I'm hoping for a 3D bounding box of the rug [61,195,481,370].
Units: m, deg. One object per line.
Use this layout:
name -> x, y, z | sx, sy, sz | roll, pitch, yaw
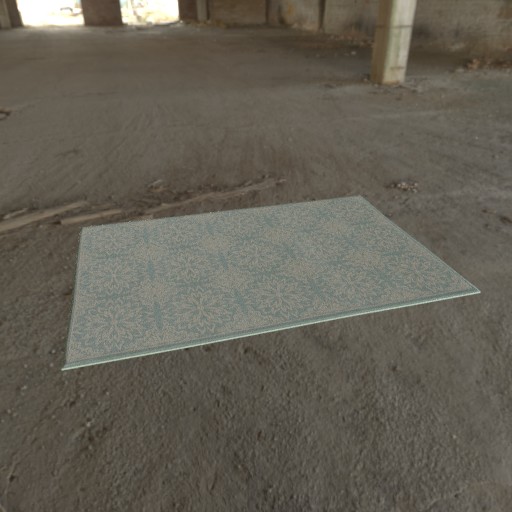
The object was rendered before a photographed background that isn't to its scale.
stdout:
rug -> 0.000, 0.000, 2.358 | 1.840, 0.012, 1.219 | -8, 31, -14
